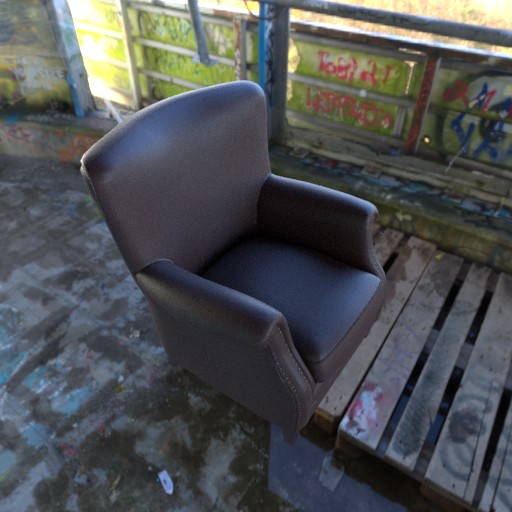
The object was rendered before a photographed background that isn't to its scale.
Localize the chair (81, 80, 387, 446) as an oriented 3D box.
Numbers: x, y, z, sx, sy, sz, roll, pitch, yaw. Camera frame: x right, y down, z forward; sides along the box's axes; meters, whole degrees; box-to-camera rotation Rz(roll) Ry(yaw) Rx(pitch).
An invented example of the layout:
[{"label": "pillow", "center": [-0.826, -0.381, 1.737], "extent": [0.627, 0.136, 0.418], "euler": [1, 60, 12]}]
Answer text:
[{"label": "chair", "center": [0.000, 0.000, 1.362], "extent": [0.746, 0.800, 0.700], "euler": [26, 47, 26]}]
